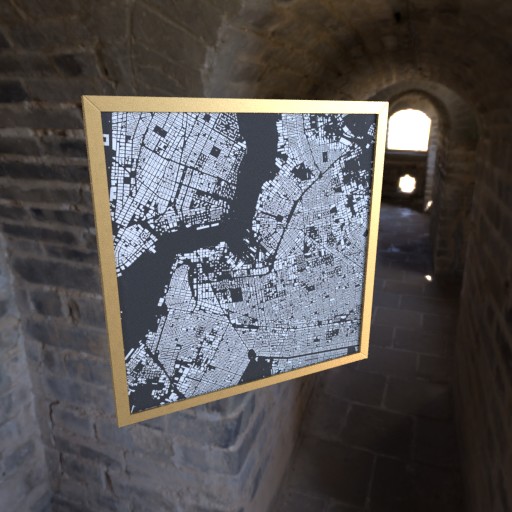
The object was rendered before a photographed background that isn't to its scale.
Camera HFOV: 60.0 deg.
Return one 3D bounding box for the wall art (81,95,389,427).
[{"bbox_3d":[0.000,0.000,2.893,1.926,1.926,0.099,-8,19,-25],"label":"wall art"}]
